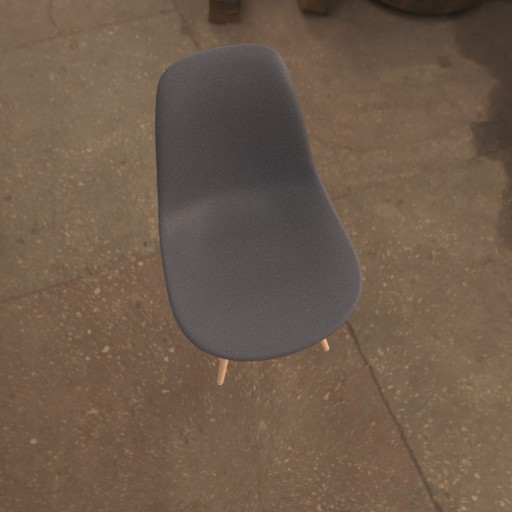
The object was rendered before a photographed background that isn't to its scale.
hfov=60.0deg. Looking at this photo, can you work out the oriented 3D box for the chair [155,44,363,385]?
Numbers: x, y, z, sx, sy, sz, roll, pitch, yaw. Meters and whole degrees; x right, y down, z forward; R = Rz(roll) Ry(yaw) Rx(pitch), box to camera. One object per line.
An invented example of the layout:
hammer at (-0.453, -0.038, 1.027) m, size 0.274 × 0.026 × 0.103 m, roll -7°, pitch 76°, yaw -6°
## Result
chair at (0.000, 0.000, 1.133) m, size 0.470 × 0.826 × 0.533 m, roll -16°, pitch 64°, yaw -8°
